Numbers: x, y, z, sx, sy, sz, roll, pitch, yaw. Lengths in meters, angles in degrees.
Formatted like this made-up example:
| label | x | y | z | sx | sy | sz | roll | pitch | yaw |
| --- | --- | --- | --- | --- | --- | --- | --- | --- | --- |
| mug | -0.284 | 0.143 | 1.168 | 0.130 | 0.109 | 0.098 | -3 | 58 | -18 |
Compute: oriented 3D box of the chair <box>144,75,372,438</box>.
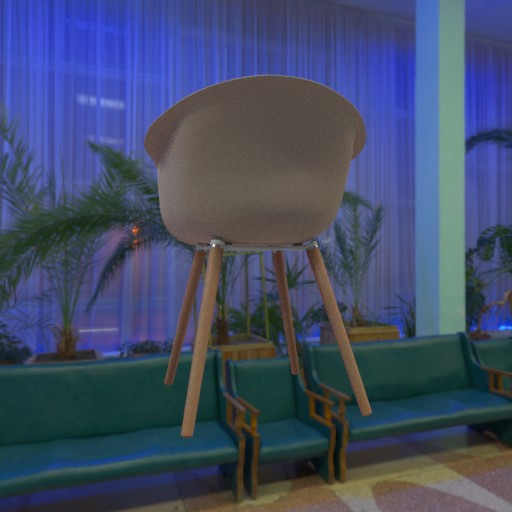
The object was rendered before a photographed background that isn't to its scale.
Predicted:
| label | x | y | z | sx | sy | sz | roll | pitch | yaw |
| --- | --- | --- | --- | --- | --- | --- | --- | --- | --- |
| chair | 0.000 | 0.000 | 1.204 | 0.593 | 0.781 | 0.504 | 0 | -1 | -18 |
